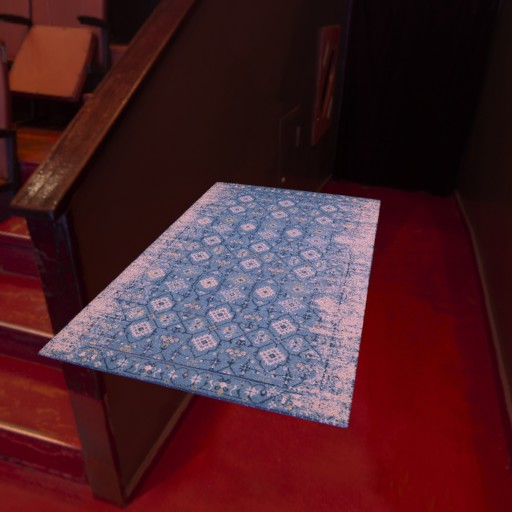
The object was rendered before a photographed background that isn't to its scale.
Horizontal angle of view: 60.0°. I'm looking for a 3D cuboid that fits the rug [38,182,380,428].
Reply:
[{"bbox_3d":[0.000,0.000,2.183,1.102,0.008,1.795,9,31,14],"label":"rug"}]
